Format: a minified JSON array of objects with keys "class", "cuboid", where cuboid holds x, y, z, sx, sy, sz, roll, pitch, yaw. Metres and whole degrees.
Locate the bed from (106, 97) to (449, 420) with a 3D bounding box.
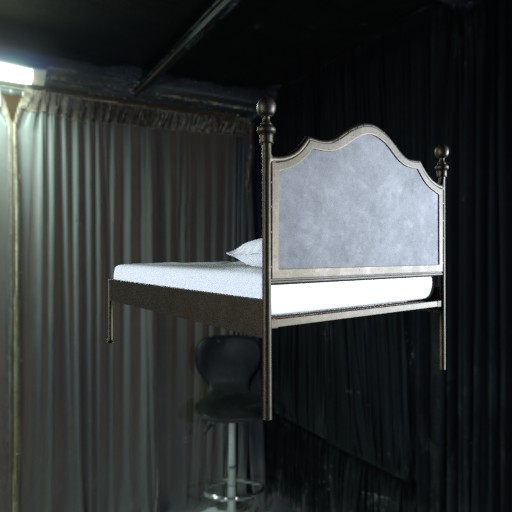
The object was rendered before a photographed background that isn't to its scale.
[{"class":"bed","cuboid":[0.000,0.000,3.273,1.533,1.462,2.170,0,0,-37]}]
